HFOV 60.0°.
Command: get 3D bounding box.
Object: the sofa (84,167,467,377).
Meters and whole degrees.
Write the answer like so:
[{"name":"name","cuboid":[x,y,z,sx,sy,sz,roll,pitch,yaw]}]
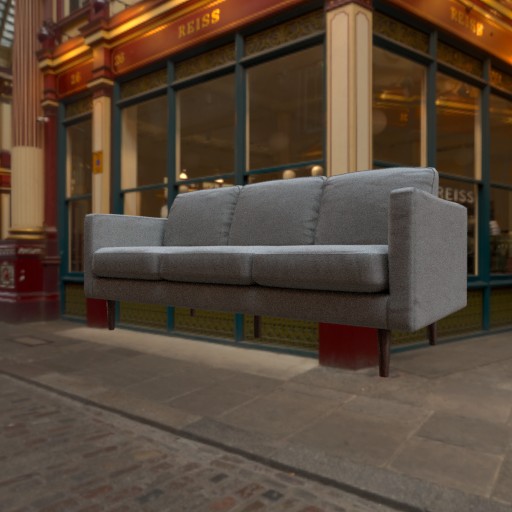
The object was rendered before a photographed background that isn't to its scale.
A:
[{"name":"sofa","cuboid":[0.000,0.000,2.466,1.983,0.918,0.944,1,1,36]}]
